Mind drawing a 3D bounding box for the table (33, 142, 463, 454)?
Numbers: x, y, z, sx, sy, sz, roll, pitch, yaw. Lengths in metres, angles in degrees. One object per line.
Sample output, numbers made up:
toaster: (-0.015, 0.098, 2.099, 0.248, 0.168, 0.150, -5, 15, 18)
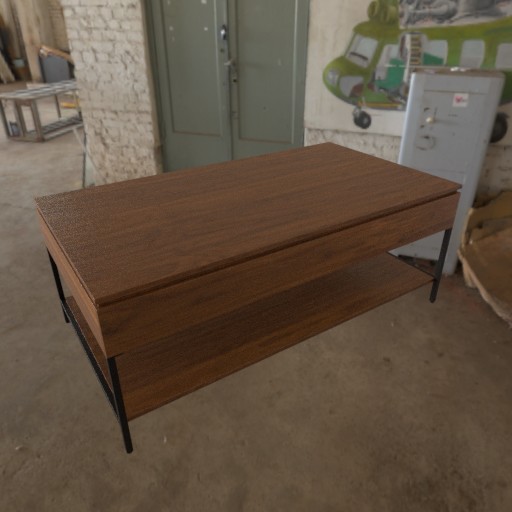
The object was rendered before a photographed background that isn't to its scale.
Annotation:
table: (0.000, 0.000, 1.337, 1.057, 0.414, 0.574, -18, 34, -29)
